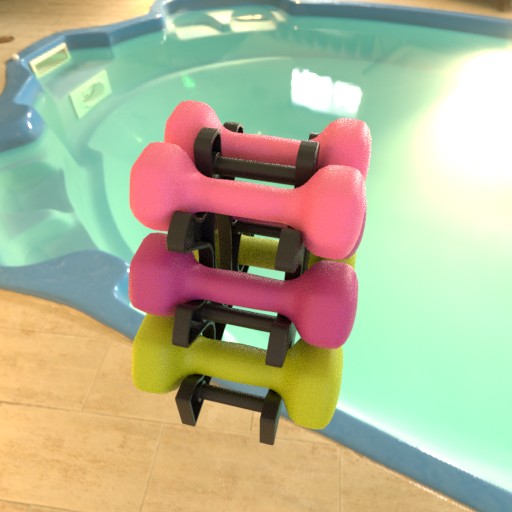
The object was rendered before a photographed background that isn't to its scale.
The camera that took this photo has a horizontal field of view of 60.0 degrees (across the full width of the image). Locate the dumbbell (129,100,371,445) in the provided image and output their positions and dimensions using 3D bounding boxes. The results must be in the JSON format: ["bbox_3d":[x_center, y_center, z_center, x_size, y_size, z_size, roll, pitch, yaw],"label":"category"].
[{"bbox_3d":[0.000,0.000,0.437,0.203,0.261,0.257,10,47,9],"label":"dumbbell"}]
